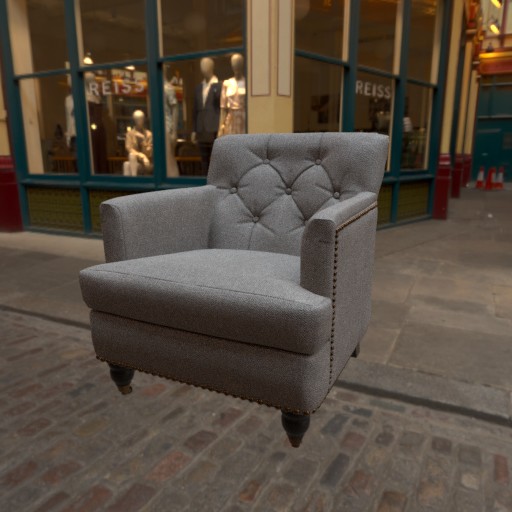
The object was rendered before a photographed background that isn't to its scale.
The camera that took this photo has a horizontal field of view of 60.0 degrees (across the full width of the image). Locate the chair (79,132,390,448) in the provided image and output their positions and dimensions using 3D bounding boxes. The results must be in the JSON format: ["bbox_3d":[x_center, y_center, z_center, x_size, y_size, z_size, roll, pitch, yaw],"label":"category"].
[{"bbox_3d":[0.000,0.000,1.499,0.737,0.823,0.902,7,15,25],"label":"chair"}]
